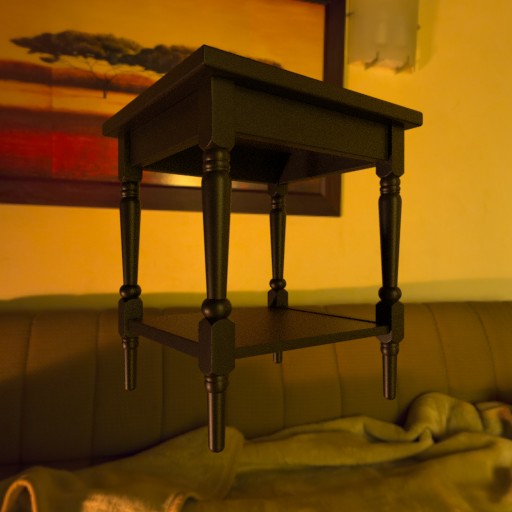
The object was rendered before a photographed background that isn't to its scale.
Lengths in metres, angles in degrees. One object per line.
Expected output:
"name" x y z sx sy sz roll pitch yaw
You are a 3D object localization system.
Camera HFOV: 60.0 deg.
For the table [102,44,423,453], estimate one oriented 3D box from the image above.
"table" 0.000 0.000 0.904 0.488 0.565 0.442 0 0 -36
